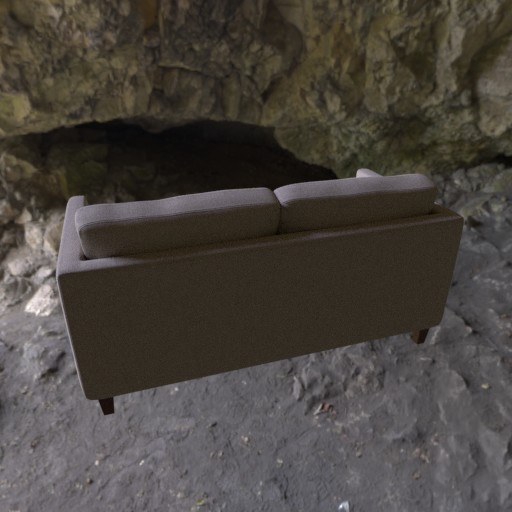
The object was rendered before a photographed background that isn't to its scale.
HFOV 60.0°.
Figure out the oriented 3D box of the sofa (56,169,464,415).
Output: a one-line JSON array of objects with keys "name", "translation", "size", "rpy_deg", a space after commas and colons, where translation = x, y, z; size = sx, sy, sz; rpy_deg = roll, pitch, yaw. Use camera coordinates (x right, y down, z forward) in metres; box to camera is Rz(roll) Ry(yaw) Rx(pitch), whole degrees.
[{"name": "sofa", "translation": [0.000, 0.000, 2.415], "size": [1.884, 0.947, 0.951], "rpy_deg": [-8, 28, -16]}]
